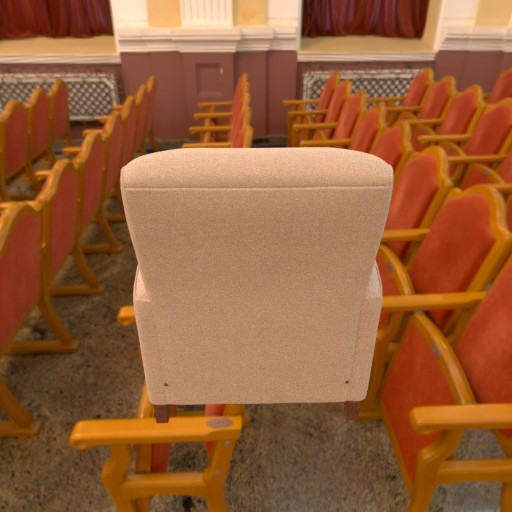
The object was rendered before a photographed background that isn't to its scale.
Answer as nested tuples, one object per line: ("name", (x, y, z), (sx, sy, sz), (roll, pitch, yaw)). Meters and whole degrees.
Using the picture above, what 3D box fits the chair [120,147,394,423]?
("chair", (0.000, 0.000, 1.677), (0.841, 1.023, 0.858), (-1, 30, -1))
